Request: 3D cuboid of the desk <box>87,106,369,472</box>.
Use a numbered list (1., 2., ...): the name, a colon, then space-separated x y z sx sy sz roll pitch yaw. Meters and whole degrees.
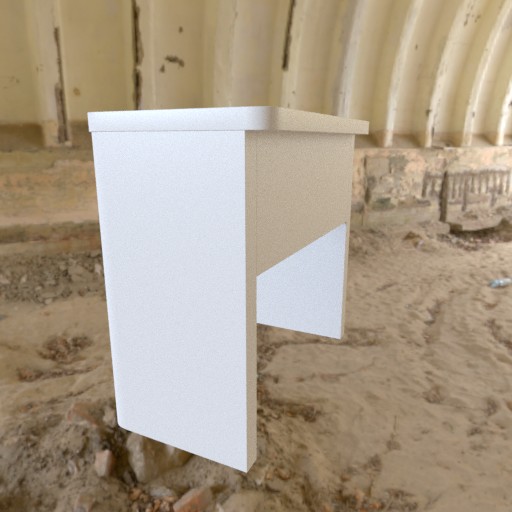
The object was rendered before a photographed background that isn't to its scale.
1. desk: 0.000 0.000 1.279 0.446 0.760 0.790 7 16 25
